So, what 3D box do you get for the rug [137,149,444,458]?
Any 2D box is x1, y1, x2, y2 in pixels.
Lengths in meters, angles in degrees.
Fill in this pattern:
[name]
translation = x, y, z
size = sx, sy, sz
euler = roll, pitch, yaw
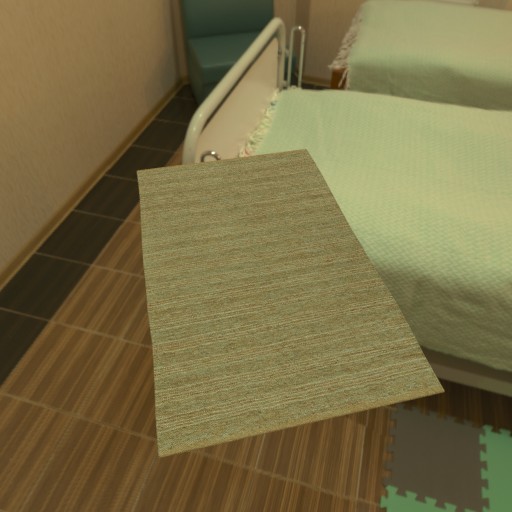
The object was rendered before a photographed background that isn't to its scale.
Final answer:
[rug]
translation = 0.000, 0.000, 3.094
size = 1.540, 0.012, 2.448
euler = -9, 46, -9
